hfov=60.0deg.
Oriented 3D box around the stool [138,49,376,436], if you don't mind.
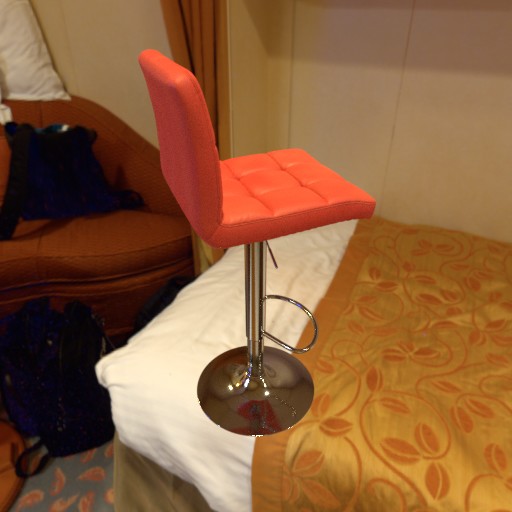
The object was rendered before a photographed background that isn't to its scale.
[{"bbox_3d":[0.000,0.000,1.326,0.505,1.115,0.430,-11,33,-18],"label":"stool"}]
